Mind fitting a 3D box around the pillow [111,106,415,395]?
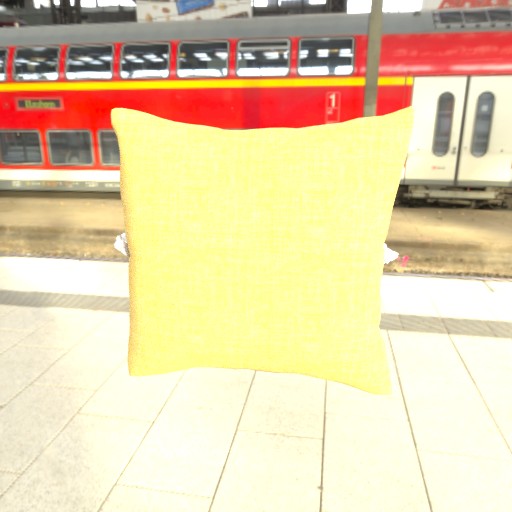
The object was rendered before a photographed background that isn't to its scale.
[{"bbox_3d":[0.000,0.000,0.757,0.485,0.481,0.167,2,17,8],"label":"pillow"}]
